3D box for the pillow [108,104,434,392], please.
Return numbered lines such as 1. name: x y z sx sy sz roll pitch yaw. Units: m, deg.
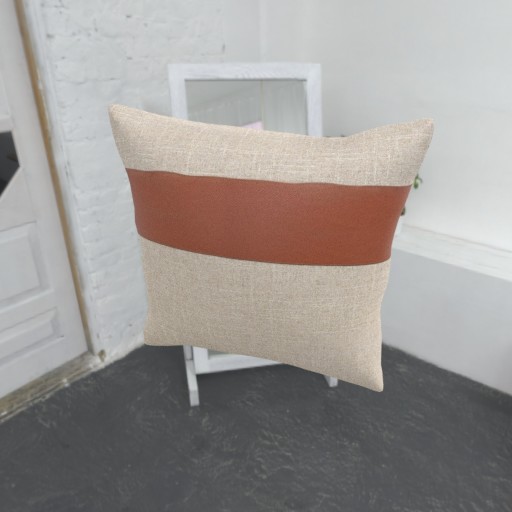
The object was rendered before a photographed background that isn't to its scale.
1. pillow: 0.000 0.000 0.632 0.414 0.399 0.173 8 28 15
